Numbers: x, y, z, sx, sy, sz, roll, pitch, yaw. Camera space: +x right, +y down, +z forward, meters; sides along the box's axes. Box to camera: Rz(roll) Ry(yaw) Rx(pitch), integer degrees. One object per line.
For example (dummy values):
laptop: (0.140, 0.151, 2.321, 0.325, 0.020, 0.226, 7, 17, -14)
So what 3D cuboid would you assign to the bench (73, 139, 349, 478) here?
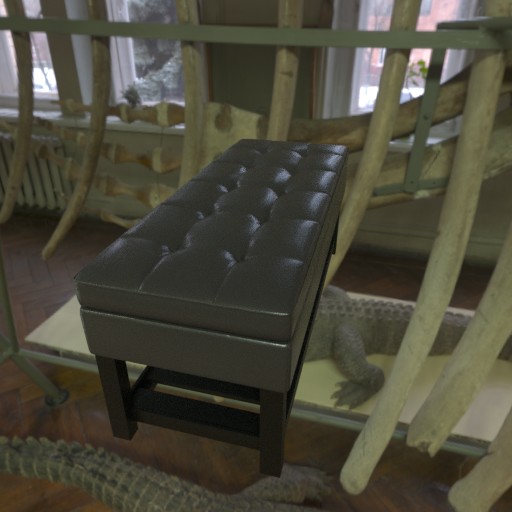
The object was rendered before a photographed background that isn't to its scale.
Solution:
bench: (0.000, 0.000, 1.343, 0.432, 0.460, 1.105, 8, 30, 13)
